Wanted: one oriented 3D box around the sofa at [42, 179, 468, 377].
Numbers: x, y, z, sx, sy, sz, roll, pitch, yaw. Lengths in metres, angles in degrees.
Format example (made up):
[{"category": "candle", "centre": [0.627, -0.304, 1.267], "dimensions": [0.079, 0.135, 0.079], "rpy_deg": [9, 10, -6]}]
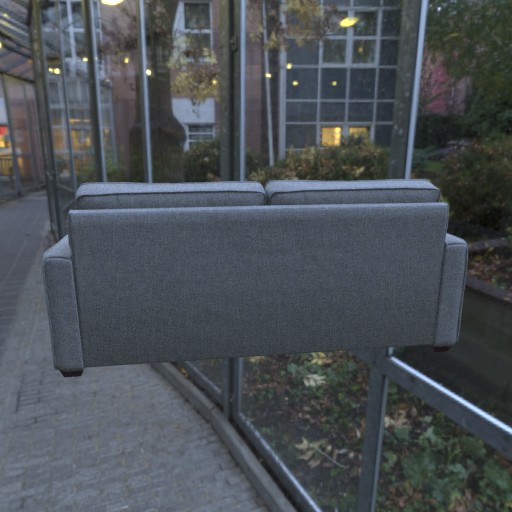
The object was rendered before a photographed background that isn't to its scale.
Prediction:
[{"category": "sofa", "centre": [0.000, 0.000, 2.564], "dimensions": [2.078, 0.918, 0.945], "rpy_deg": [-2, 15, -8]}]
